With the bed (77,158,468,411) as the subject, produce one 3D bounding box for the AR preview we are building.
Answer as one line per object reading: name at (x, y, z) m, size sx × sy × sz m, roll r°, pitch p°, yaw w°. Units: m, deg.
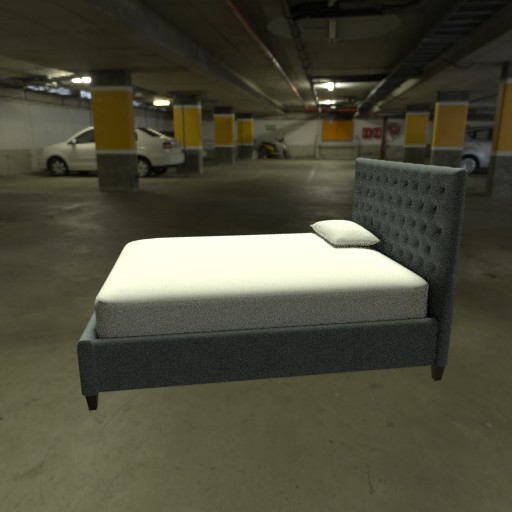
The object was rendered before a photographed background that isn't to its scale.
bed at (0.000, 0.000, 3.429) m, size 2.335 × 1.411 × 1.698 m, roll -2°, pitch 15°, yaw -9°
